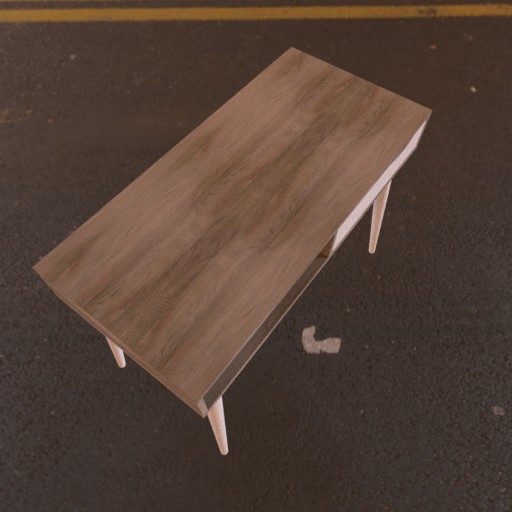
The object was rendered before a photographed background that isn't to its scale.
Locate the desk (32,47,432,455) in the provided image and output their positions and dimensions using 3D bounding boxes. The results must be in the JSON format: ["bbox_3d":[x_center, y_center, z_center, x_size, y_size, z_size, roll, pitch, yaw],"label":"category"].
[{"bbox_3d":[0.000,0.000,1.394,0.491,0.723,0.979,33,64,18],"label":"desk"}]
